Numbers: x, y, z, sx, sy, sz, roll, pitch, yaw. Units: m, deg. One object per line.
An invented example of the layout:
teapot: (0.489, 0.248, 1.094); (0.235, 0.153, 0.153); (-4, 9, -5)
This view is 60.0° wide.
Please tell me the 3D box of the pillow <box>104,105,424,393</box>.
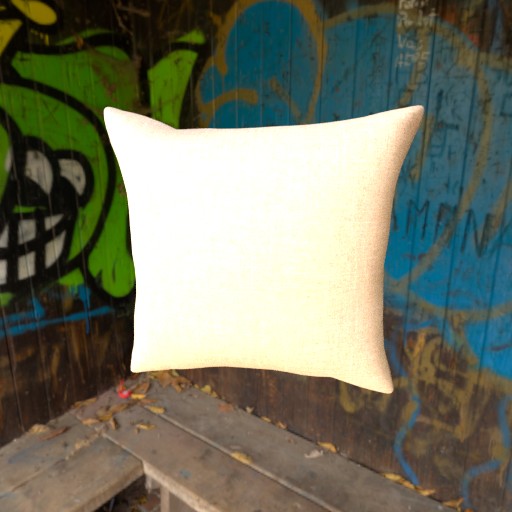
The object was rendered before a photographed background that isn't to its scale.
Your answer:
pillow: (0.000, 0.000, 0.622); (0.414, 0.399, 0.173); (2, 16, 8)
